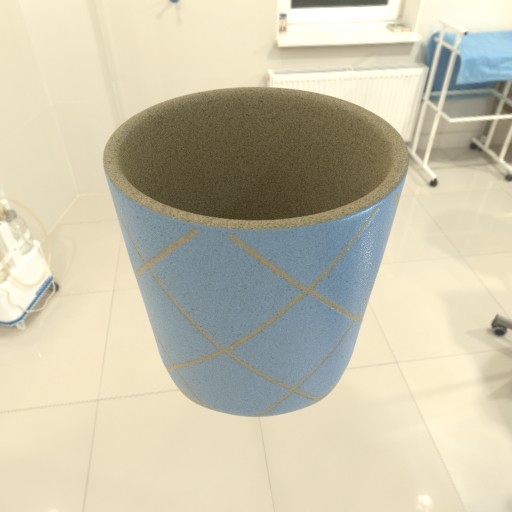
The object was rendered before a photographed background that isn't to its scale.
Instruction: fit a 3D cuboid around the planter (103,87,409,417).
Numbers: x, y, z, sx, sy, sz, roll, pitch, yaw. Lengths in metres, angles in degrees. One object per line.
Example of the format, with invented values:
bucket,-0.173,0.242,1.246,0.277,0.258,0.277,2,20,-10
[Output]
planter,0.000,0.000,0.414,0.227,0.235,0.227,0,40,0
